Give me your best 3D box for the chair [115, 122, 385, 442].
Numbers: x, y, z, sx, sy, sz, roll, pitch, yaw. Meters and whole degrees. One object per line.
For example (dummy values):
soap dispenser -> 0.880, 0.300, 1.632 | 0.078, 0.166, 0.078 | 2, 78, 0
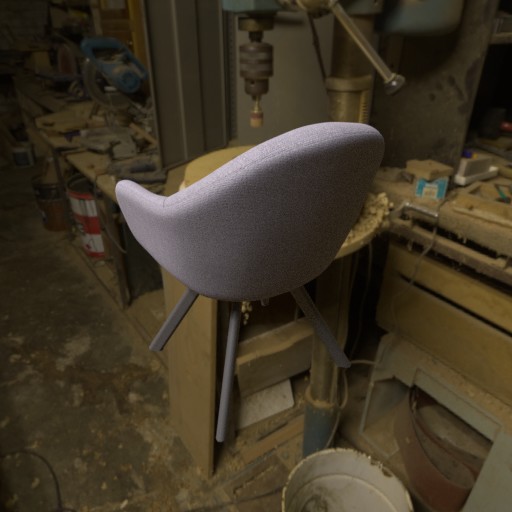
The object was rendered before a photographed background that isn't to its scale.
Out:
chair -> 0.000, 0.000, 1.211 | 0.590, 0.795, 0.550 | -20, 35, -30
